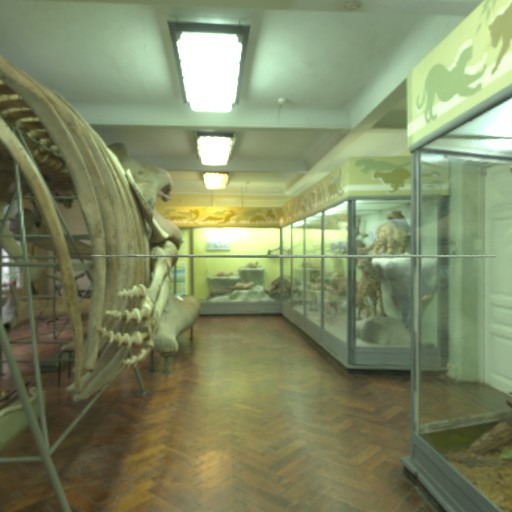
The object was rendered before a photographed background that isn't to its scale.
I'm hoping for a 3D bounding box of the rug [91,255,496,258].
[{"bbox_3d":[0.000,0.000,3.024,1.545,0.016,2.460,0,0,-35],"label":"rug"}]
